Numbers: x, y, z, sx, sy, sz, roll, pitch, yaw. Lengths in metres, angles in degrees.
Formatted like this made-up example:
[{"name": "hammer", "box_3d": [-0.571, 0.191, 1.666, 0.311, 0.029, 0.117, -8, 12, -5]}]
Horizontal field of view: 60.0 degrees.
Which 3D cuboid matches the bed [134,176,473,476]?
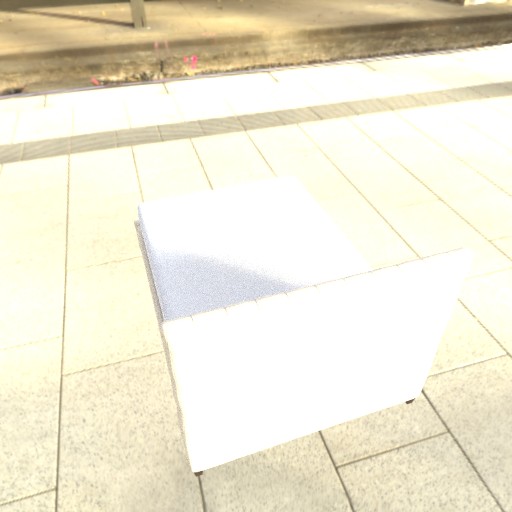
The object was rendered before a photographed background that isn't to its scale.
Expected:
[{"name": "bed", "box_3d": [0.000, 0.000, 3.452, 1.698, 1.427, 2.387, -13, 42, -15]}]
